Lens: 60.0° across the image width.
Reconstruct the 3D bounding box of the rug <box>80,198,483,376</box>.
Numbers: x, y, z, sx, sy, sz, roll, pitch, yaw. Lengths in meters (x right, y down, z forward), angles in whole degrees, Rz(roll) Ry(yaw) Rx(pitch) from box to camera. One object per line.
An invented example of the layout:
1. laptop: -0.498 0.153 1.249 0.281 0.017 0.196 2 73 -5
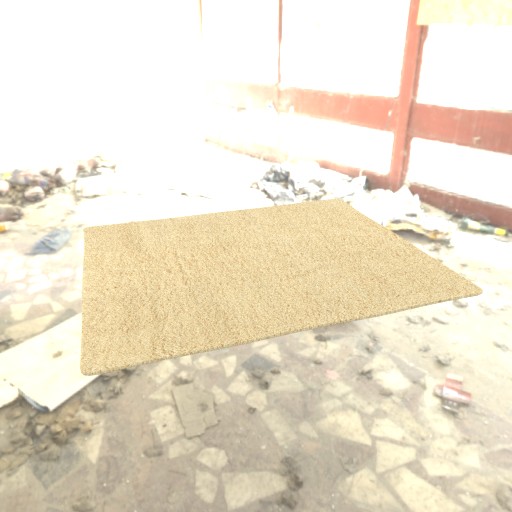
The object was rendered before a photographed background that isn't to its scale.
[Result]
1. rug: 0.000 0.000 4.054 3.001 0.025 2.401 -8 27 -17
